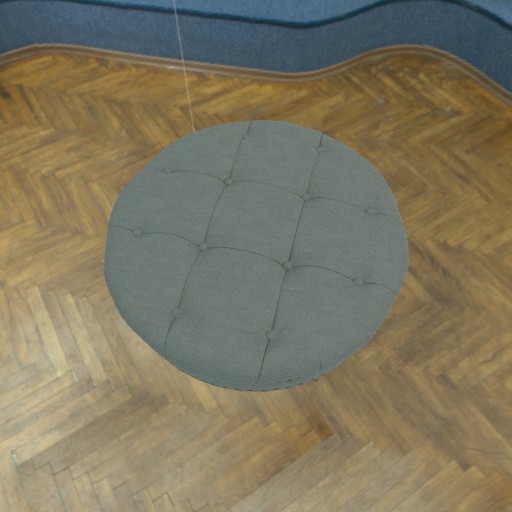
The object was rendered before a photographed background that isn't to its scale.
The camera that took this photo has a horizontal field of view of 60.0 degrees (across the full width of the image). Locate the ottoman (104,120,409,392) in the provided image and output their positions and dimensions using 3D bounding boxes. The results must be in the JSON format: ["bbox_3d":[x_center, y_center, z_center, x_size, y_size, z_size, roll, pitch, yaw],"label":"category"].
[{"bbox_3d":[0.000,0.000,1.428,0.901,0.439,0.901,0,58,0],"label":"ottoman"}]
